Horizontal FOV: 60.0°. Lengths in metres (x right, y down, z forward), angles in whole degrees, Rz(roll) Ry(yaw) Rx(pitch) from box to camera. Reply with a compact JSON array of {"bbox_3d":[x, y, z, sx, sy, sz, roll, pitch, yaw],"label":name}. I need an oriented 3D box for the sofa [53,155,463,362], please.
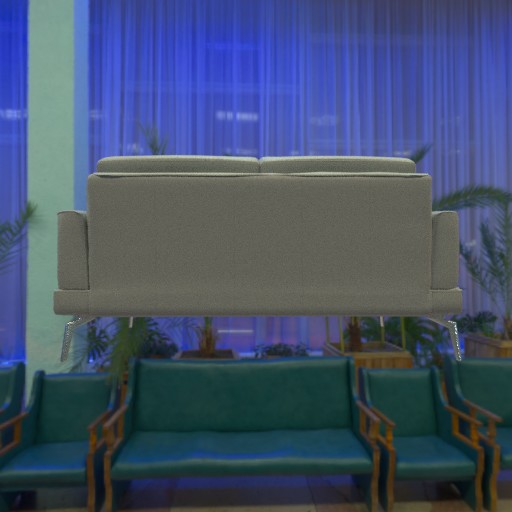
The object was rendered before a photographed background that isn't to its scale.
[{"bbox_3d":[0.000,0.000,2.440,1.819,0.930,1.121,0,-1,-1],"label":"sofa"}]
